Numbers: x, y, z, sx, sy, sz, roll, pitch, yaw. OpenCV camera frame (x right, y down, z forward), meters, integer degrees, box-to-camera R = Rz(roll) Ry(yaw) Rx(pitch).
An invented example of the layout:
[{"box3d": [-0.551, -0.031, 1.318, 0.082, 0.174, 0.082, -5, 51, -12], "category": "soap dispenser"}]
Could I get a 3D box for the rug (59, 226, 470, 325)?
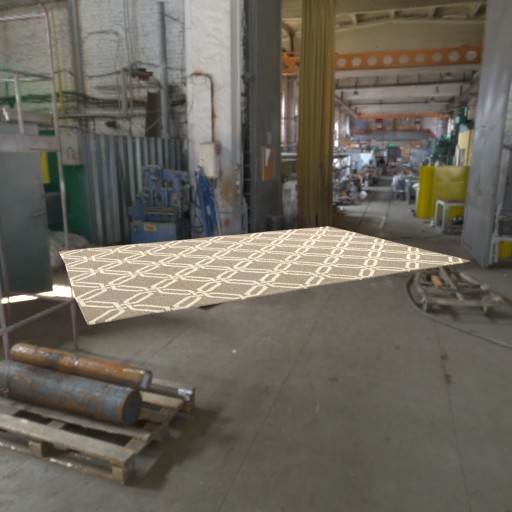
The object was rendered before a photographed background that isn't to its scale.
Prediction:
[{"box3d": [0.000, 0.000, 2.221, 1.748, 0.010, 1.142, -7, 15, -27], "category": "rug"}]
